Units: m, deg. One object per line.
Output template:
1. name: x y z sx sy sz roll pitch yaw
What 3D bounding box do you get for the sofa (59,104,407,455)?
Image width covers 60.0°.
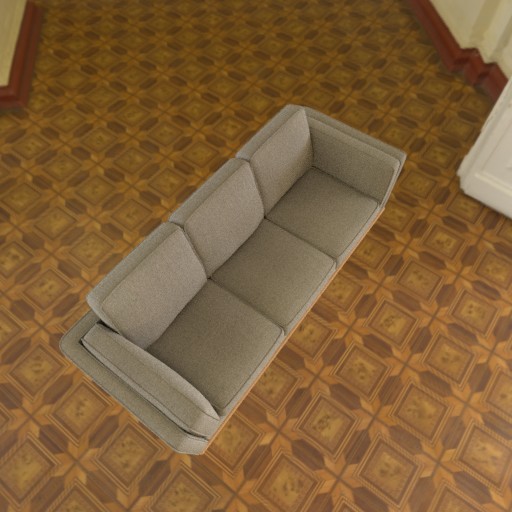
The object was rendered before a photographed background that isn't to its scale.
1. sofa: 0.000 0.000 2.856 0.903 0.899 2.362 32 63 18
